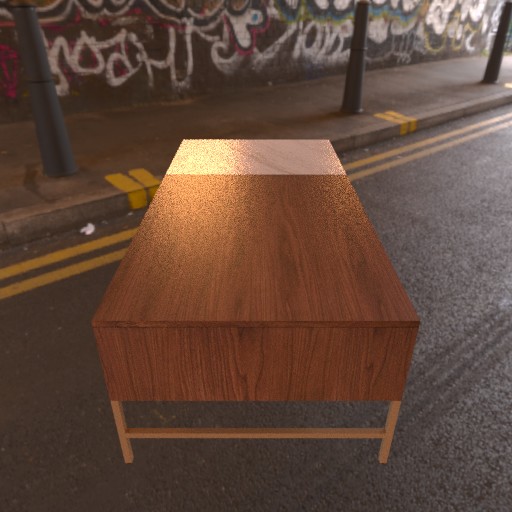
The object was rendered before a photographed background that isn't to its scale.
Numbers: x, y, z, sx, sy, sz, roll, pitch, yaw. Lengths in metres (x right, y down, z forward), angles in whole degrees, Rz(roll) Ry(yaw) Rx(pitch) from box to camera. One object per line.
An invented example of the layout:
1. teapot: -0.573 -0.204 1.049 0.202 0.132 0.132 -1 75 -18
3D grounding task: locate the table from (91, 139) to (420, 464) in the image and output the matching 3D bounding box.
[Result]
1. table: 0.000 0.000 1.871 0.789 0.551 1.553 0 30 0
